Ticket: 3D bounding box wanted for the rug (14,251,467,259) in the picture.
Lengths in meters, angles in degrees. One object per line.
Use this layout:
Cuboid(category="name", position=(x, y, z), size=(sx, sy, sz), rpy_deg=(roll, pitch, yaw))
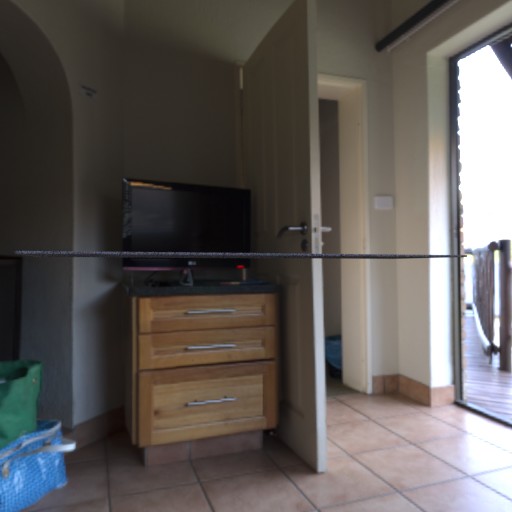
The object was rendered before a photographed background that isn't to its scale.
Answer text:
Cuboid(category="rug", position=(0.000, 0.000, 2.476), size=(2.296, 0.011, 0.691), rpy_deg=(0, -1, -18))
